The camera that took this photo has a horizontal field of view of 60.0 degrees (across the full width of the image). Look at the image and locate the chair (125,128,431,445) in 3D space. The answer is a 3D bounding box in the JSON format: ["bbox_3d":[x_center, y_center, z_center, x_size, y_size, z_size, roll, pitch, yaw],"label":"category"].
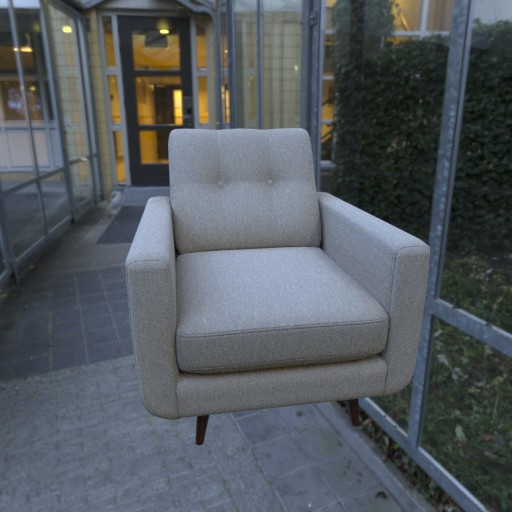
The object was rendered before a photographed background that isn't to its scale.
[{"bbox_3d":[0.000,0.000,1.791,0.897,0.965,1.128,-3,18,-9],"label":"chair"}]
